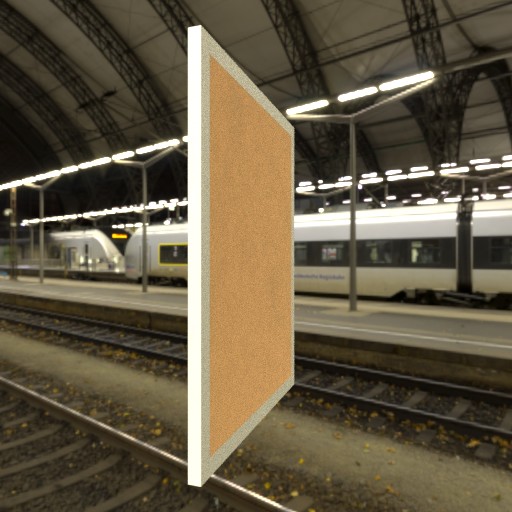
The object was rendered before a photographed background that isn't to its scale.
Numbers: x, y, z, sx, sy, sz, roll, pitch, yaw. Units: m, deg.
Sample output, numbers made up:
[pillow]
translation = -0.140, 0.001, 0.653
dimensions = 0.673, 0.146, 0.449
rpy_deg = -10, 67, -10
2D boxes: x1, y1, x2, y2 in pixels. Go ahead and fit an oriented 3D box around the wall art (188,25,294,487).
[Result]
[wall art]
translation = 0.000, 0.000, 1.096
dimensions = 0.026, 0.811, 0.661
rpy_deg = 0, 0, 19
